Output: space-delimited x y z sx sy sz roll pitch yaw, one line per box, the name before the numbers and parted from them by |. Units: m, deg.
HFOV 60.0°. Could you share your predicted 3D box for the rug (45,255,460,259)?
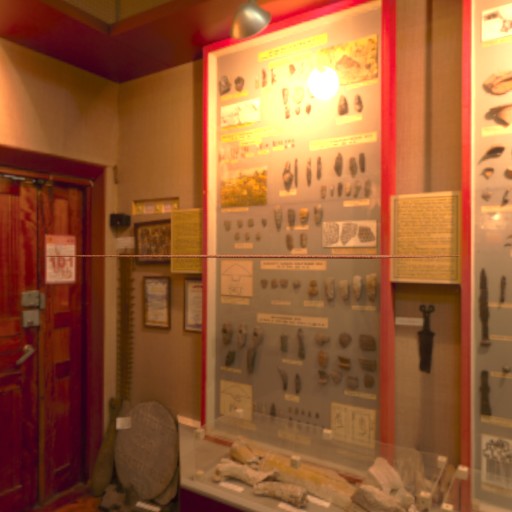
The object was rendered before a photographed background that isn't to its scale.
rug | 0.000 0.000 2.805 2.112 0.009 1.594 0 0 35
